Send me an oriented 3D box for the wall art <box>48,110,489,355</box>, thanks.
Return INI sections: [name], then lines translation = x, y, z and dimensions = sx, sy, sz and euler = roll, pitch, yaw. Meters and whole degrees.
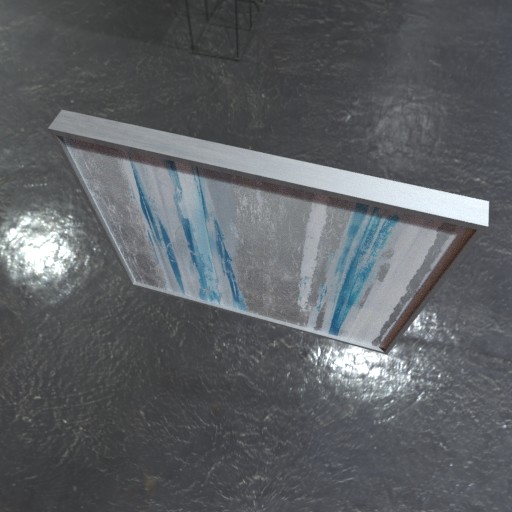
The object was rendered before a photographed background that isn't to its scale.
[wall art]
translation = 0.000, 0.000, 0.743
dimensions = 0.557, 0.450, 0.037
euler = 14, 60, 8
